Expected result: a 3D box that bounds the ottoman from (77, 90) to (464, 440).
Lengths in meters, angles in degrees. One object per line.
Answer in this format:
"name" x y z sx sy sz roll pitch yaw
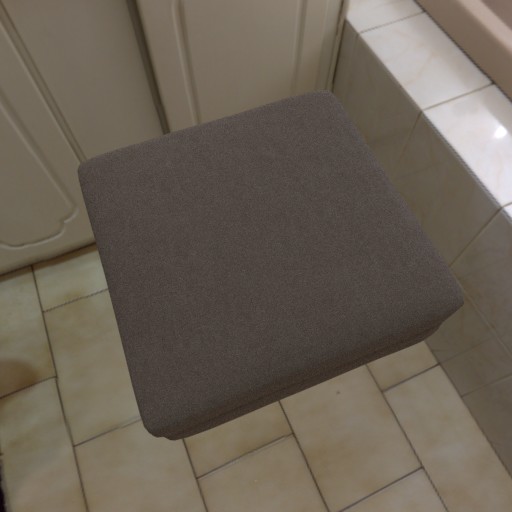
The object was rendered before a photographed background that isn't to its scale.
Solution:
"ottoman" 0.000 0.000 1.420 0.881 0.482 0.861 -19 65 -10
